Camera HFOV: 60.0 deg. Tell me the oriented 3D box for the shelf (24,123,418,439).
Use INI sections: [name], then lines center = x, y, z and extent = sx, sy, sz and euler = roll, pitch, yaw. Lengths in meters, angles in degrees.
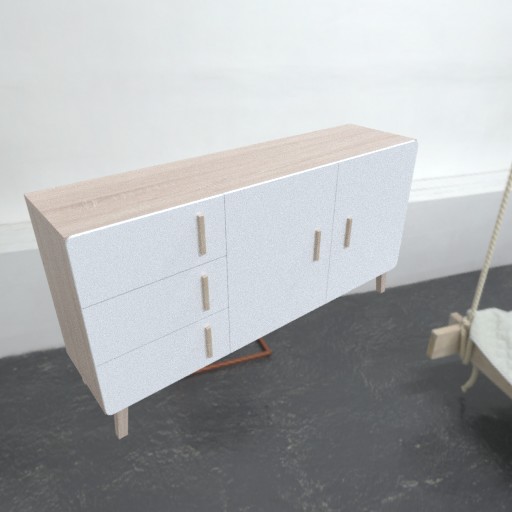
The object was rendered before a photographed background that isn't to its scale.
[shelf]
center = 0.000, 0.000, 1.807
extent = 1.490, 0.780, 0.400
euler = -21, 36, -33
